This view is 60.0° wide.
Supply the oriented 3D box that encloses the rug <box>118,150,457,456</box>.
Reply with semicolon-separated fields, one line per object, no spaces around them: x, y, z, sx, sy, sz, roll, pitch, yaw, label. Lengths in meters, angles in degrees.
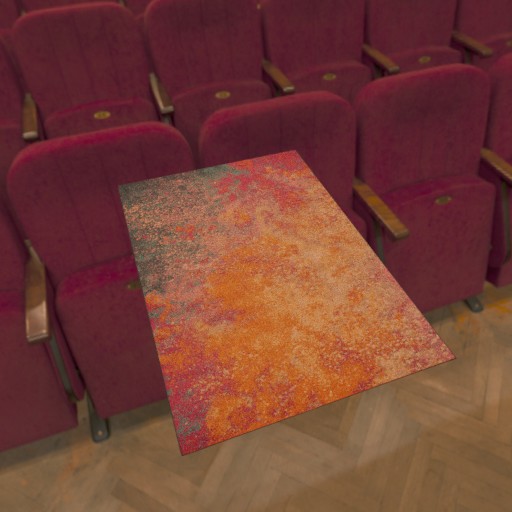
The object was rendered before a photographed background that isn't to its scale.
0.000;0.000;3.874;2.007;0.013;2.896;-14;47;-14;rug
